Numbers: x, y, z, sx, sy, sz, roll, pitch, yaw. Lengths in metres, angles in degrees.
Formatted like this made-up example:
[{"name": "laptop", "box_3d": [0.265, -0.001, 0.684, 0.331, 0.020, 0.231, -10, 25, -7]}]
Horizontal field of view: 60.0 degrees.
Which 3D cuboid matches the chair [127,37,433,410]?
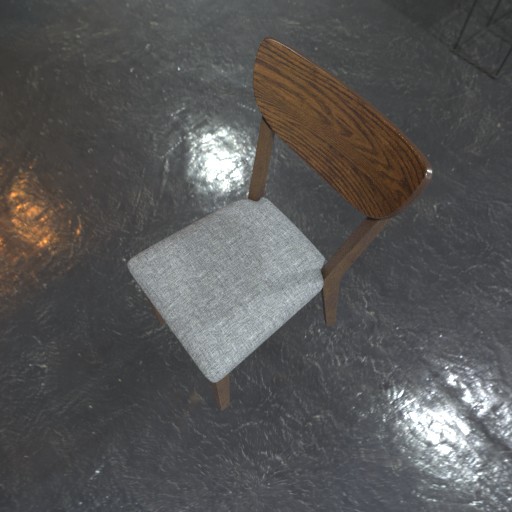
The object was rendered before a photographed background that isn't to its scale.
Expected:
[{"name": "chair", "box_3d": [0.000, 0.000, 1.193, 0.583, 0.849, 0.491, -35, 67, -17]}]
